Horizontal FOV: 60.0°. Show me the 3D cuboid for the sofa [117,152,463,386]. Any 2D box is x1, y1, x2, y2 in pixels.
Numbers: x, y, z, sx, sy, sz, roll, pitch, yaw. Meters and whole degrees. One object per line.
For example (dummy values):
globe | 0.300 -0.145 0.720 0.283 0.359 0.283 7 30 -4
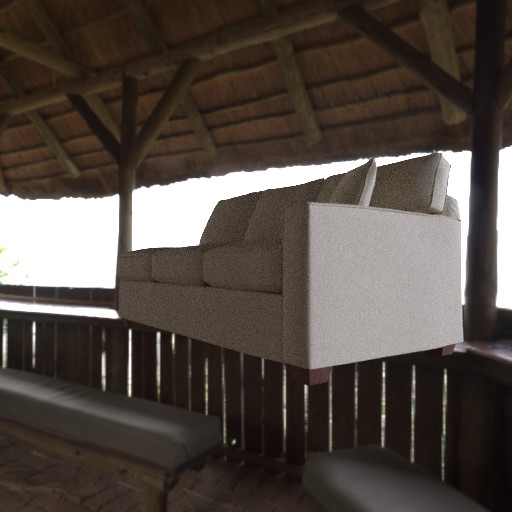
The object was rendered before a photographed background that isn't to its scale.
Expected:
sofa | 0.000 0.000 2.586 1.034 0.946 1.963 1 -1 -36
